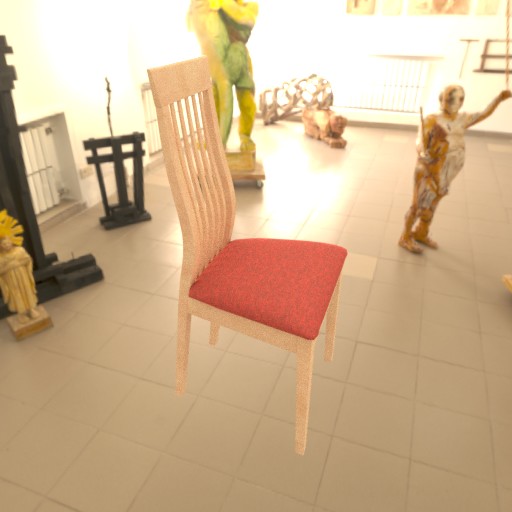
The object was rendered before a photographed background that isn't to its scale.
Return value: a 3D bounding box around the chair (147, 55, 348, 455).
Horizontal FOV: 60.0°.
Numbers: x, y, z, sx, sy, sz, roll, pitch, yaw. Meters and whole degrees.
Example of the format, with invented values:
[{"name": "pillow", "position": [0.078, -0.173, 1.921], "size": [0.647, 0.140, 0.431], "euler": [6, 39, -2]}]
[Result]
[{"name": "chair", "position": [0.000, 0.000, 1.288], "size": [0.474, 1.027, 0.460], "euler": [10, 32, 17]}]
